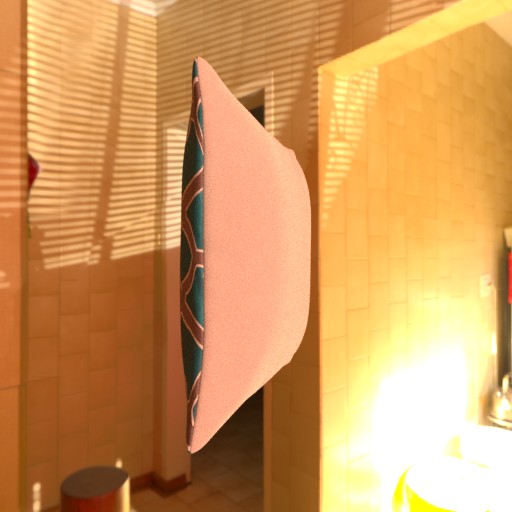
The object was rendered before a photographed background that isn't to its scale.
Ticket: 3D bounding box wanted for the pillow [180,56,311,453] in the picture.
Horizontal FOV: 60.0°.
[{"bbox_3d":[0.000,0.000,0.812,0.166,0.507,0.526,0,0,18],"label":"pillow"}]
